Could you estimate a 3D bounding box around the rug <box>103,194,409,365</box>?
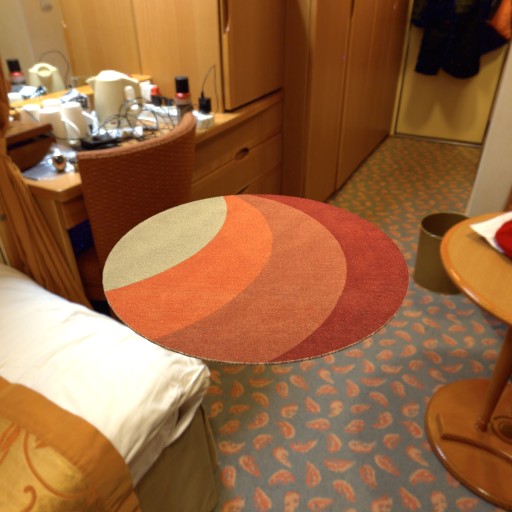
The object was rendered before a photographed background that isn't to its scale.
[{"bbox_3d":[0.000,0.000,2.280,1.514,0.015,1.514,0,32,0],"label":"rug"}]
